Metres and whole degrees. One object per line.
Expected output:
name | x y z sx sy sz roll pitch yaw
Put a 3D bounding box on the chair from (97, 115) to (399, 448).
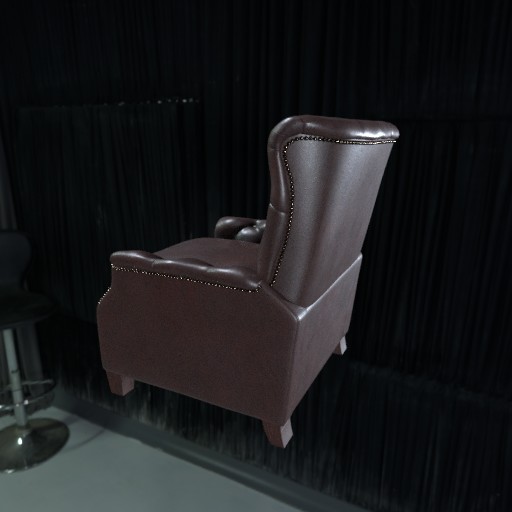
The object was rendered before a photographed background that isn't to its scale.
chair | 0.000 0.000 1.479 0.823 0.864 0.709 7 17 25
